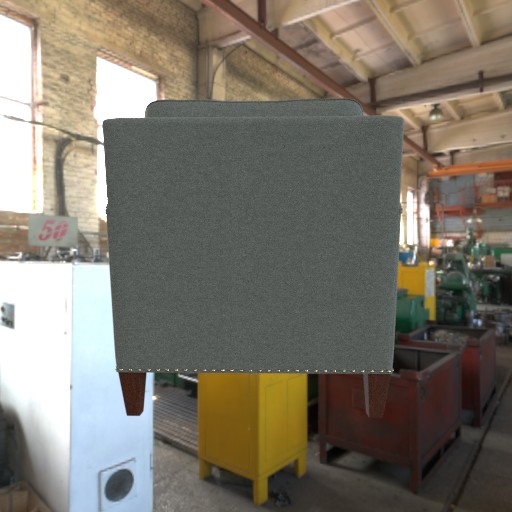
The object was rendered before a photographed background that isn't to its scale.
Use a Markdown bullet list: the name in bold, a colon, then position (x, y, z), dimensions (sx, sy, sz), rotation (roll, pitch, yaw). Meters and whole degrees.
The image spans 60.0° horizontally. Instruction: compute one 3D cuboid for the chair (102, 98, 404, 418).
- **chair**: position (0.000, 0.000, 1.761), dimensions (0.885, 1.031, 1.031), rotation (0, 0, 1)
